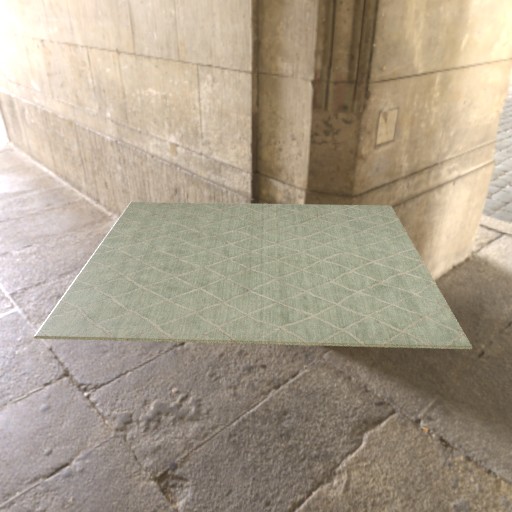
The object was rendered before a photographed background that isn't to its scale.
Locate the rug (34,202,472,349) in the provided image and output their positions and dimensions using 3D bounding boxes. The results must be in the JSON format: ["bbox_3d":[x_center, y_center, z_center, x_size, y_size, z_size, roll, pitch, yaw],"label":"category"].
[{"bbox_3d":[0.000,0.000,4.114,3.039,0.019,2.420,1,30,2],"label":"rug"}]
